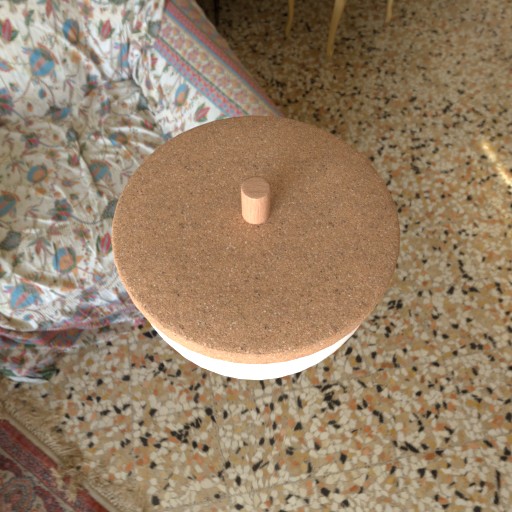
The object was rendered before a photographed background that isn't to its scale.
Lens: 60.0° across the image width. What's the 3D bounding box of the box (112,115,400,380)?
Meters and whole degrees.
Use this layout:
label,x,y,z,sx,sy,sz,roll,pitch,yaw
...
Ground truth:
label,x,y,z,sx,sy,sz,roll,pitch,yaw
box,0.000,0.000,0.191,0.107,0.094,0.107,0,60,0
